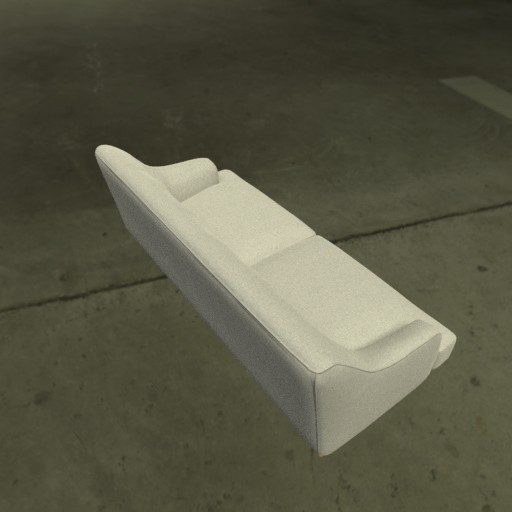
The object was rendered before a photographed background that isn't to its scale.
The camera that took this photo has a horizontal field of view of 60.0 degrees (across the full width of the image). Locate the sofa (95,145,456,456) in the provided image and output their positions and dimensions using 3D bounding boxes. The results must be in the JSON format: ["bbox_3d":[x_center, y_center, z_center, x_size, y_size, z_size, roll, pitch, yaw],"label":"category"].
[{"bbox_3d":[0.000,0.000,2.521,0.978,0.871,2.057,-25,47,-27],"label":"sofa"}]
